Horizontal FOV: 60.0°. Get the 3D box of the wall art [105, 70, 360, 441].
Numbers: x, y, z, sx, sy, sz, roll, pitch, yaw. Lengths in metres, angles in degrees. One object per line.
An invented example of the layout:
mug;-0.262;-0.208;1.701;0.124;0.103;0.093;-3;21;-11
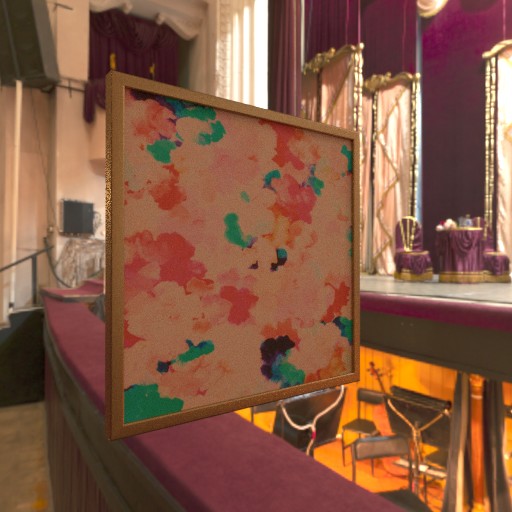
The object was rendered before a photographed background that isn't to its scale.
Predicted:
wall art;0.000;0.000;1.153;0.767;0.765;0.036;0;0;-36
